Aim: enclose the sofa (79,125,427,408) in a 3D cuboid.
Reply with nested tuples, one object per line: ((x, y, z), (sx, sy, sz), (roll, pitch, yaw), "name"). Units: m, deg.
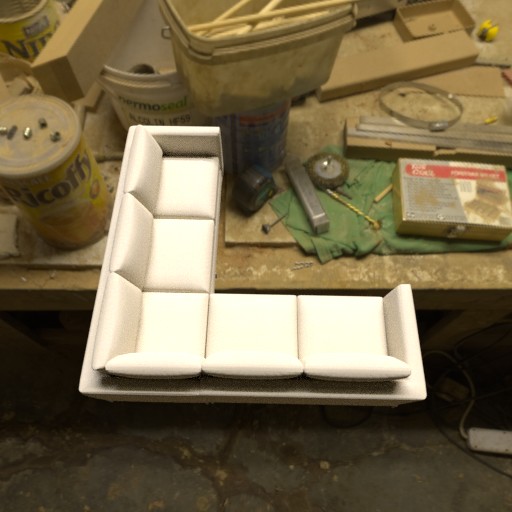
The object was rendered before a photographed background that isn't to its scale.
((0.000, 0.000, 3.828), (2.430, 0.867, 2.448), (1, 64, 1), "sofa")
